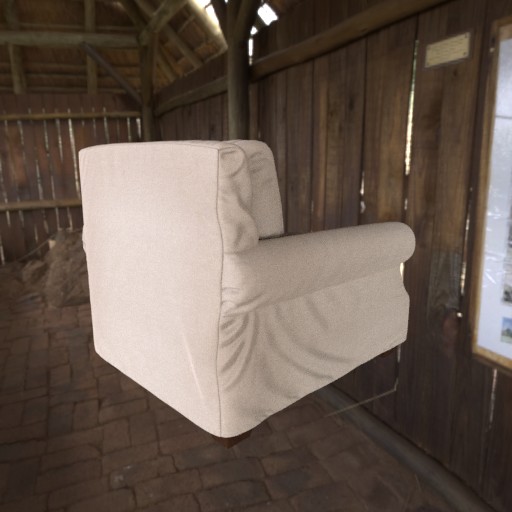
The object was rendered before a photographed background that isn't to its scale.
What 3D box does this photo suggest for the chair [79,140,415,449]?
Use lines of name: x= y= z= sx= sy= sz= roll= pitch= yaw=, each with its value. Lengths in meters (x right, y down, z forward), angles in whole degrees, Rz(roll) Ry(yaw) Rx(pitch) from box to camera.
chair: x=0.000 y=0.000 z=1.744 sx=1.066 sy=0.866 sz=0.940 roll=-12 pitch=17 yaw=-43
